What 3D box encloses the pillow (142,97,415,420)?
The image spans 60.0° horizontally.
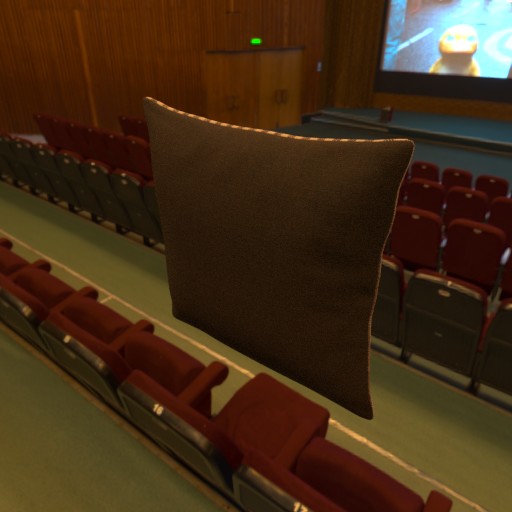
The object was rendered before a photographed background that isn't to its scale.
[{"bbox_3d":[0.000,0.000,0.812,0.523,0.506,0.166,21,35,32],"label":"pillow"}]
